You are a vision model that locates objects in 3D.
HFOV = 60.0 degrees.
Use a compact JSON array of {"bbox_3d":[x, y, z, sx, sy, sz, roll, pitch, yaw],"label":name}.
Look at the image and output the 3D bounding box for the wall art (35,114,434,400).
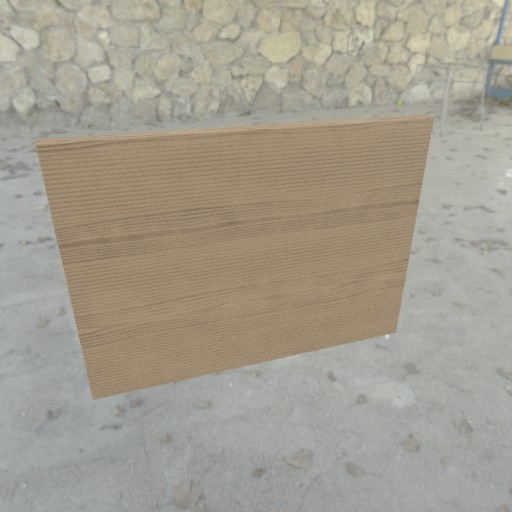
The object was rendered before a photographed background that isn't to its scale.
[{"bbox_3d":[0.000,0.000,1.063,0.841,0.609,0.063,-9,28,-16],"label":"wall art"}]
